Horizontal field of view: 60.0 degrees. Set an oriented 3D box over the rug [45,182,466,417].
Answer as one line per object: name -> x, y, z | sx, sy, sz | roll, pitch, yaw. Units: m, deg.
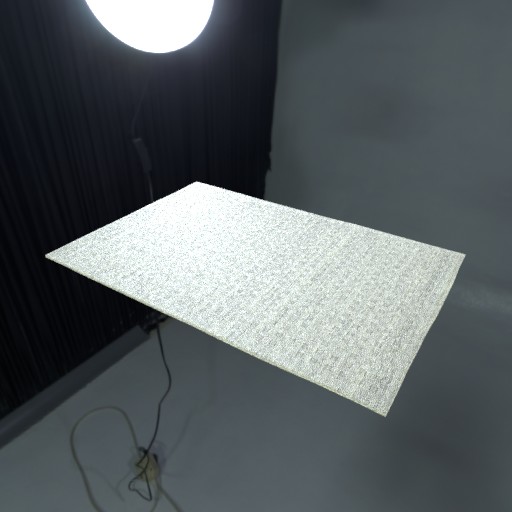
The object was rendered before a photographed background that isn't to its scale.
rug -> 0.000, 0.000, 2.898 | 2.297, 0.018, 1.532 | 19, 36, 28
